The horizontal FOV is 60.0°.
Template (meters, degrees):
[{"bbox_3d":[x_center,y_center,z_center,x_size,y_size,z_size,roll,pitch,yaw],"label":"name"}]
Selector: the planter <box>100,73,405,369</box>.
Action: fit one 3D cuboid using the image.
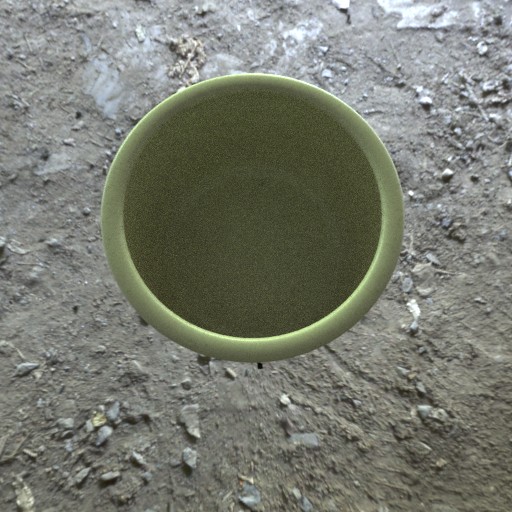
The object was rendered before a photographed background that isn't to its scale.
[{"bbox_3d":[0.000,0.000,0.702,0.333,0.483,0.324,-32,79,-7],"label":"planter"}]
